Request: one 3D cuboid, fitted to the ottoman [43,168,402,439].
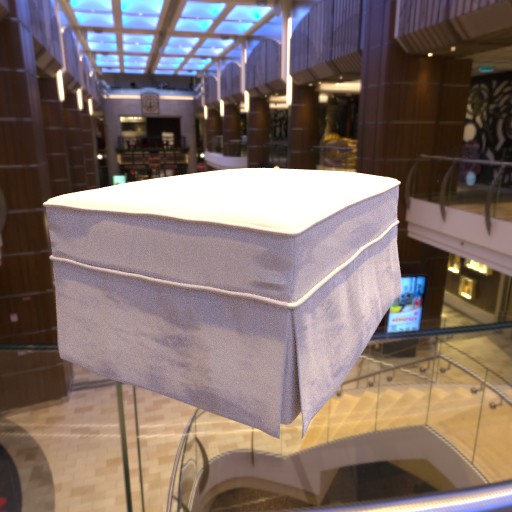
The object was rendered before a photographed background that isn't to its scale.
[{"bbox_3d":[0.000,0.000,1.308,0.703,0.479,0.944,8,18,27],"label":"ottoman"}]
